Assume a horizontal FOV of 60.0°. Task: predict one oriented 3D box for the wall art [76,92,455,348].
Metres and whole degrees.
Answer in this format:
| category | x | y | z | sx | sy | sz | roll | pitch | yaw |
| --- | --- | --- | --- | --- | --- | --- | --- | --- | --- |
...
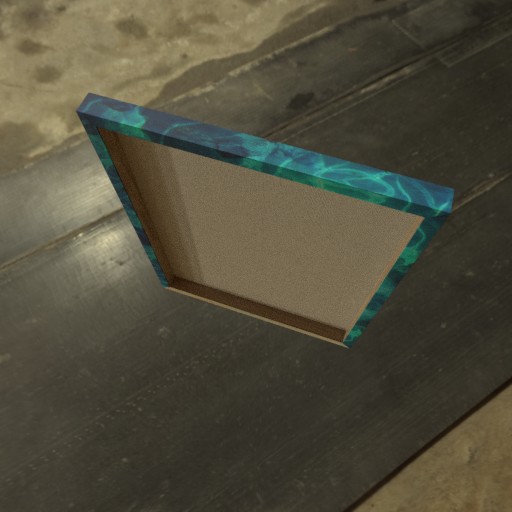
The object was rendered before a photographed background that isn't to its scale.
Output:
| category | x | y | z | sx | sy | sz | roll | pitch | yaw |
| --- | --- | --- | --- | --- | --- | --- | --- | --- | --- |
| wall art | 0.000 | 0.000 | 0.861 | 0.508 | 0.635 | 0.038 | 17 | 65 | 8 |
